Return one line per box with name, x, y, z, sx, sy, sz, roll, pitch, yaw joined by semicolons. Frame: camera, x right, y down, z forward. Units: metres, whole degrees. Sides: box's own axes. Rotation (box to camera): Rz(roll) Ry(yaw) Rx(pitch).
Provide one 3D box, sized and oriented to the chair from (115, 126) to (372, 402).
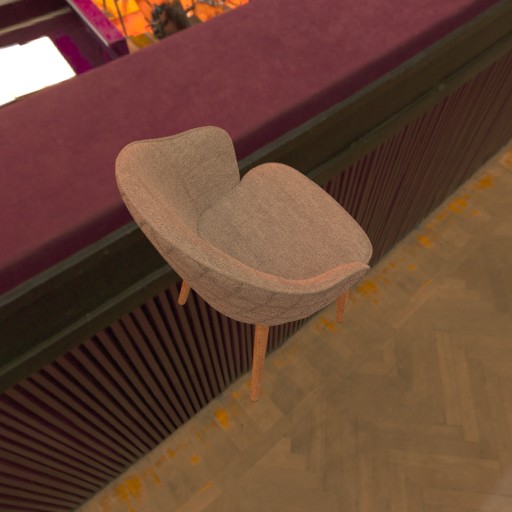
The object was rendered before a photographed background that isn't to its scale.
chair;0.000;0.000;1.184;0.530;0.800;0.540;-33;63;-19
